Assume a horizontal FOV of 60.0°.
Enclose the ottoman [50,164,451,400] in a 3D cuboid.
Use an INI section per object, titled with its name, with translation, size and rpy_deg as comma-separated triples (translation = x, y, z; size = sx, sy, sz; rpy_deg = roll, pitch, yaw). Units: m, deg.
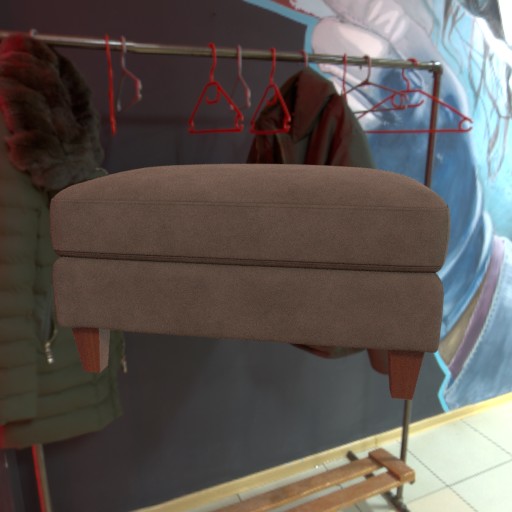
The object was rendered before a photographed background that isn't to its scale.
[ottoman]
translation = 0.000, 0.000, 1.202
size = 0.864, 0.483, 0.584
rpy_deg = 2, 15, 9
